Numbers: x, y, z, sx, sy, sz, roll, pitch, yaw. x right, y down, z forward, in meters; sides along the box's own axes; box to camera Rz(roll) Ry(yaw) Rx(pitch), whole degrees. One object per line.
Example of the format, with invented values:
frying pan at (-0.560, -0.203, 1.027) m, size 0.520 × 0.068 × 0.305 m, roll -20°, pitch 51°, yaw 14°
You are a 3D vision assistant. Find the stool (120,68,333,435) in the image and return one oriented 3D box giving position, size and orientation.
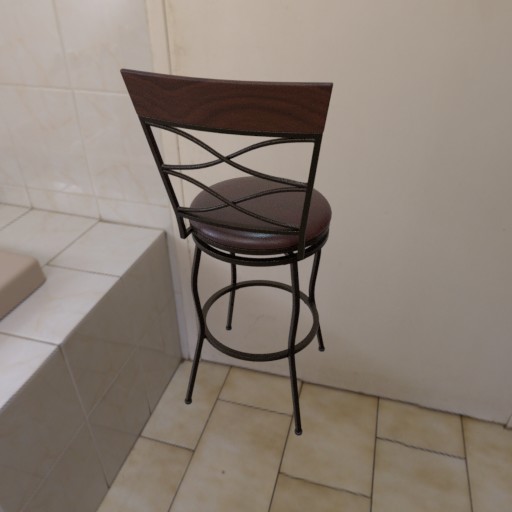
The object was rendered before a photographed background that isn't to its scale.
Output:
stool at (0.000, 0.000, 1.362) m, size 0.448 × 1.130 × 0.513 m, roll 10°, pitch 34°, yaw 15°
